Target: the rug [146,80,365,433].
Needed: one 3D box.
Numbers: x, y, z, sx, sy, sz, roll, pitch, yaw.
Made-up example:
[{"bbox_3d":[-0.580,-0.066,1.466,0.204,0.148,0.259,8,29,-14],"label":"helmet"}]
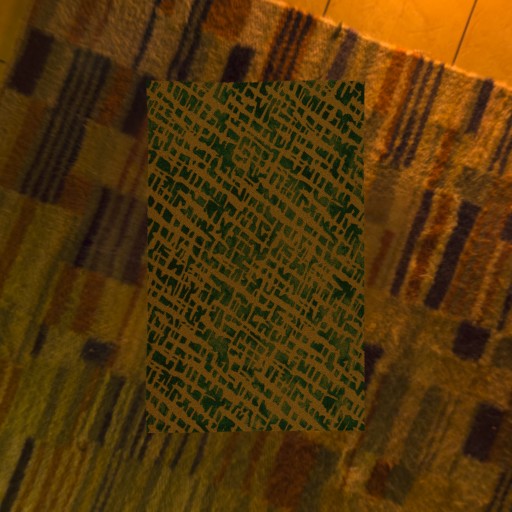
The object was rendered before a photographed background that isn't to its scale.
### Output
[{"bbox_3d":[0.000,0.000,3.079,1.520,0.011,2.447,0,90,-1],"label":"rug"}]
